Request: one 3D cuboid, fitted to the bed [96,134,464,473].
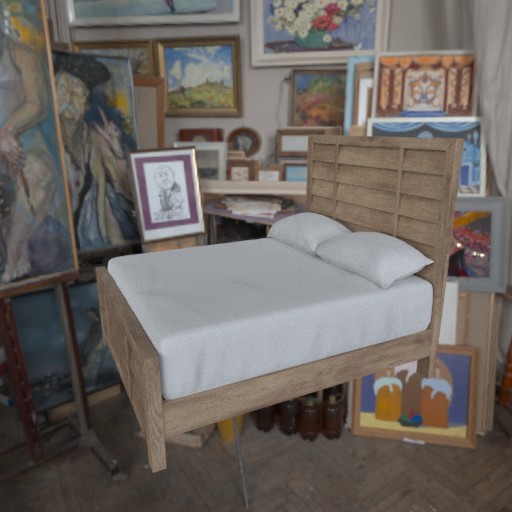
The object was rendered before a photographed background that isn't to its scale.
[{"bbox_3d":[0.000,0.000,3.162,2.017,1.631,1.615,-8,18,-26],"label":"bed"}]
